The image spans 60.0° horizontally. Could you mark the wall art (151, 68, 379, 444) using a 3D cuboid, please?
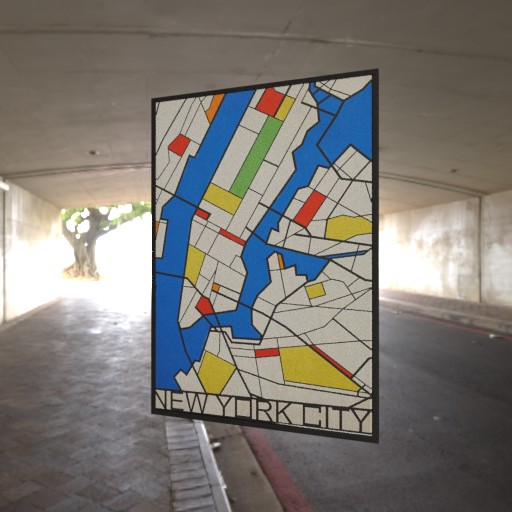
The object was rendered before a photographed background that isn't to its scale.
[{"bbox_3d":[0.000,0.000,0.855,0.457,0.657,0.013,0,0,19],"label":"wall art"}]
